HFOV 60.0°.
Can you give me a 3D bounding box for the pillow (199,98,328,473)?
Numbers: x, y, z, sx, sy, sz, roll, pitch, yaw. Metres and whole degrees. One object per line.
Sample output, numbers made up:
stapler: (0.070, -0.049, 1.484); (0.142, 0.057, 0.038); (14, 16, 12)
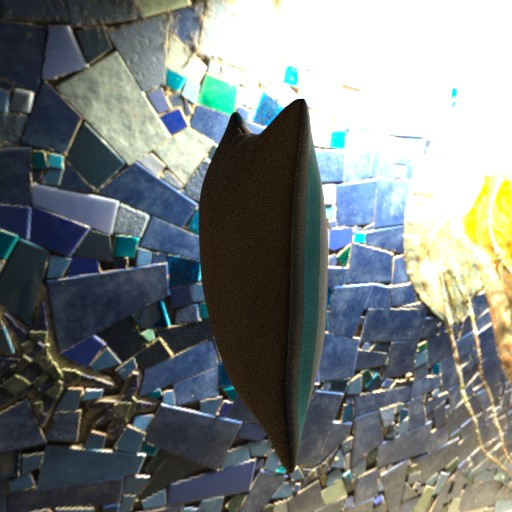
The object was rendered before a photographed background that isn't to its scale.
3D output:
pillow: (0.000, 0.000, 0.692); (0.168, 0.443, 0.453); (-3, 16, -10)
